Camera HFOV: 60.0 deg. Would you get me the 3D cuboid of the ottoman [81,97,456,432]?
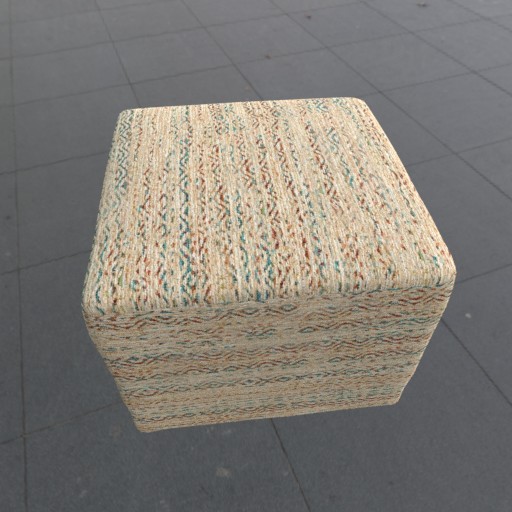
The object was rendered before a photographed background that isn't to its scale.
[{"bbox_3d":[0.000,0.000,0.885,0.521,0.453,0.512,-5,47,-4],"label":"ottoman"}]
